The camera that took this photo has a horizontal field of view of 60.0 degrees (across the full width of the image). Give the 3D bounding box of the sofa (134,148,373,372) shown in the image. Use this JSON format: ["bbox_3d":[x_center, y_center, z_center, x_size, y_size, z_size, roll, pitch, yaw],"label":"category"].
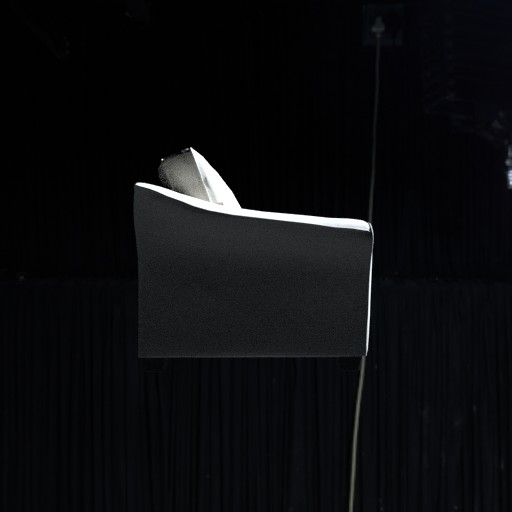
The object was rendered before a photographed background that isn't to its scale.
[{"bbox_3d":[0.000,0.000,2.848,0.980,0.965,2.270,0,0,0],"label":"sofa"}]
